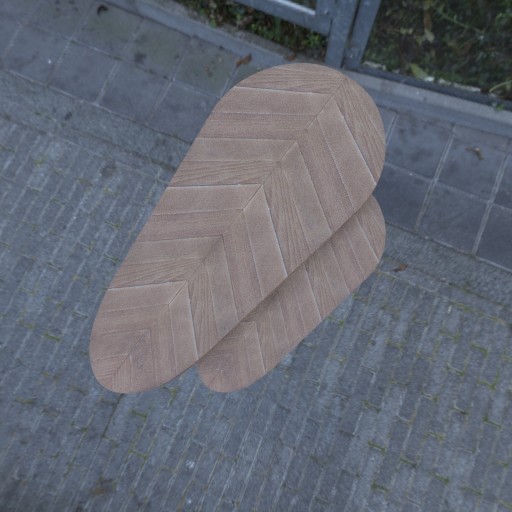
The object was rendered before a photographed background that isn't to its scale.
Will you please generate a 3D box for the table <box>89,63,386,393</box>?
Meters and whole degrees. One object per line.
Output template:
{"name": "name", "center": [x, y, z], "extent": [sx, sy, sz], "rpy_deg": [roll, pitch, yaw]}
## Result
{"name": "table", "center": [0.000, 0.000, 1.587], "extent": [0.701, 0.595, 1.190], "rpy_deg": [36, 79, 8]}
